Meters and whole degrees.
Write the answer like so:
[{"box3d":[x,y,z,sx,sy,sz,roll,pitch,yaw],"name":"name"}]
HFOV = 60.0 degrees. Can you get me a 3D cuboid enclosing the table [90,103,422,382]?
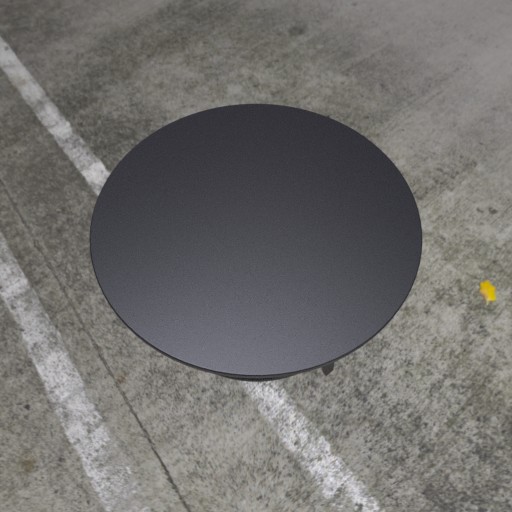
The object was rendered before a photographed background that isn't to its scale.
[{"box3d":[0.000,0.000,1.433,0.914,0.457,0.914,0,58,0],"name":"table"}]
